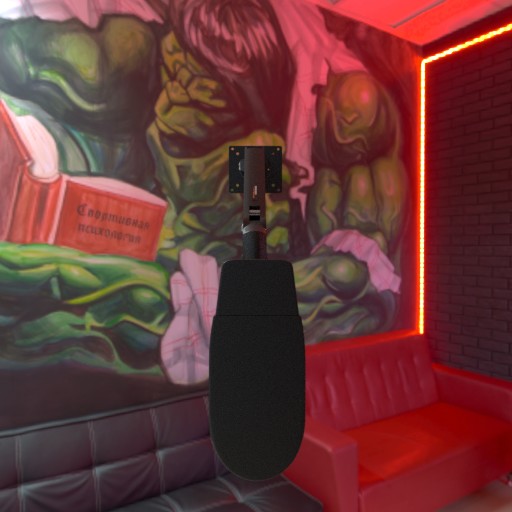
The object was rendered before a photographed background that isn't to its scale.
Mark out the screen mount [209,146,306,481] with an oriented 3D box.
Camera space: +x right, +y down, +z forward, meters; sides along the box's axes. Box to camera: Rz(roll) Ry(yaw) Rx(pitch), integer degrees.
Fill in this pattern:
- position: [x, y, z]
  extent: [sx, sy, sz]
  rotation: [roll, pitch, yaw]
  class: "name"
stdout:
- position: [0.000, 0.000, 0.710]
  extent: [0.115, 0.466, 0.495]
  rotation: [0, 1, 0]
  class: "screen mount"
